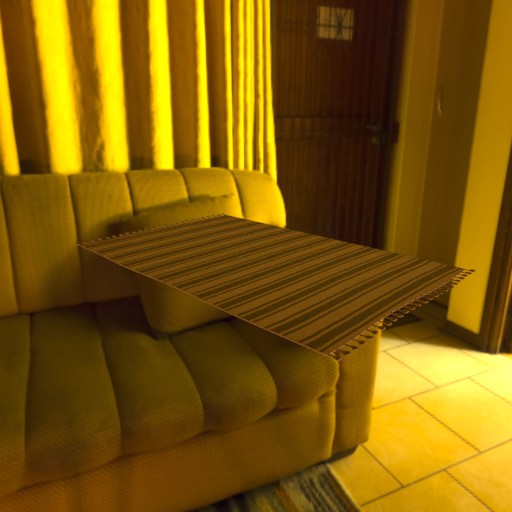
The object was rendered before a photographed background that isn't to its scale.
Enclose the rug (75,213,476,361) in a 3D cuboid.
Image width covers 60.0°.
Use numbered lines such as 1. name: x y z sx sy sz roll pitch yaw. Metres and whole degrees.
1. rug: 0.000 0.000 2.376 1.875 0.013 1.162 17 24 42
